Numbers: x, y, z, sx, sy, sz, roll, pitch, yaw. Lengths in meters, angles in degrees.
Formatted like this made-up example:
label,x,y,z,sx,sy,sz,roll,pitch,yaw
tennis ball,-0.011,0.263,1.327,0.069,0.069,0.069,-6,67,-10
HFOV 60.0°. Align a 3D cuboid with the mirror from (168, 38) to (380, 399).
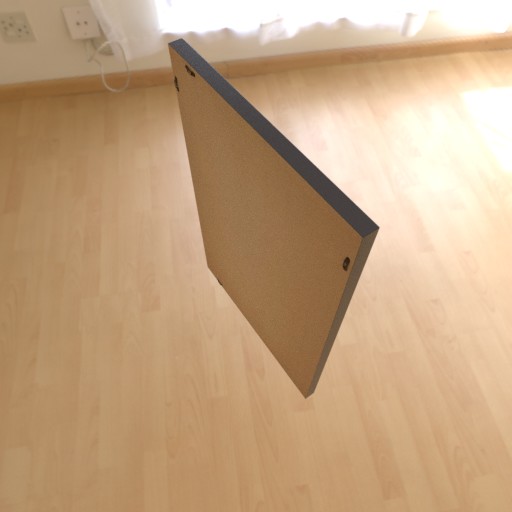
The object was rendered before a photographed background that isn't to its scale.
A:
label,x,y,z,sx,sy,sz,roll,pitch,yaw
mirror,0.000,0.000,1.192,0.040,0.915,0.609,-30,62,-18
